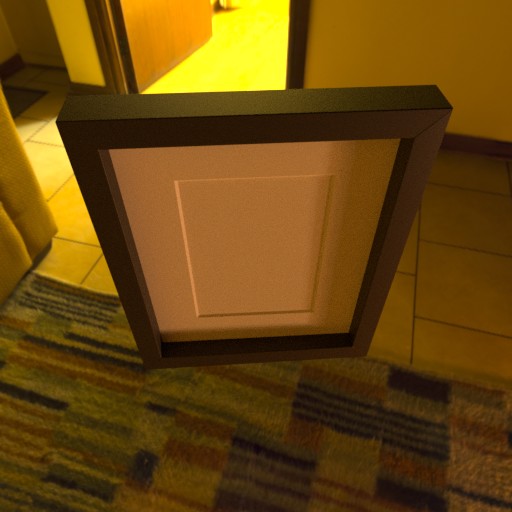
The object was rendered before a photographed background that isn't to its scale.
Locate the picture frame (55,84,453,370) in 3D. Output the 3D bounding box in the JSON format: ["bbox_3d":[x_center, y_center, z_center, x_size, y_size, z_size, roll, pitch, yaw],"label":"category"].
[{"bbox_3d":[0.000,0.000,0.375,0.232,0.284,0.042,-3,47,-3],"label":"picture frame"}]
